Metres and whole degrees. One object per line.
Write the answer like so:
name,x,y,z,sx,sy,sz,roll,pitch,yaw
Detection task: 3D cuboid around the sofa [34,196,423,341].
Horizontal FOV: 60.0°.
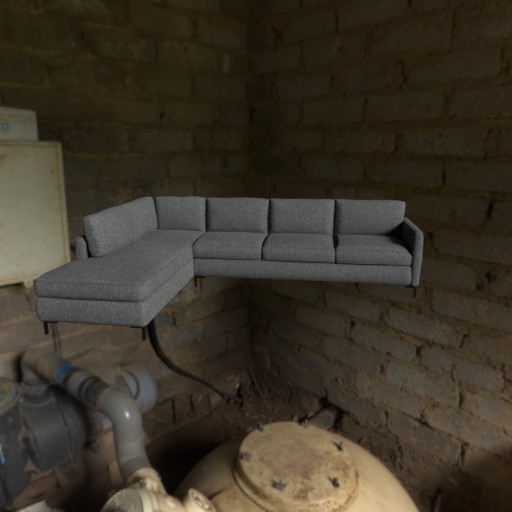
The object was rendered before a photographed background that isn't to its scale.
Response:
sofa,0.000,0.000,3.893,2.949,0.815,2.007,2,15,8
